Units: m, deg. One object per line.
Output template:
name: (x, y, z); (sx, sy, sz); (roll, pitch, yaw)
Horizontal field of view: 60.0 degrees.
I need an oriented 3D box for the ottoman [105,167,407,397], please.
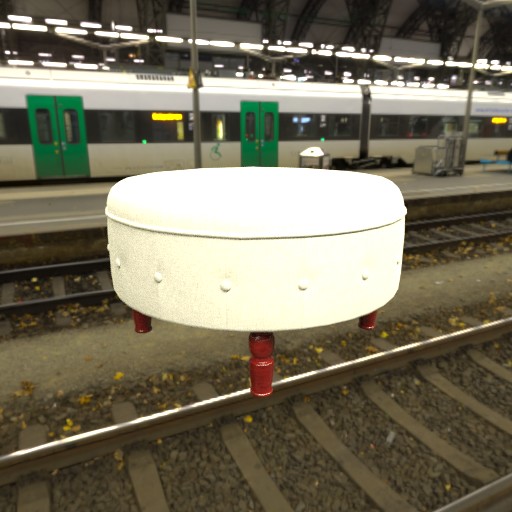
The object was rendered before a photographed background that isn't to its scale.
ottoman: (0.000, 0.000, 1.358); (0.850, 0.483, 0.850); (0, 16, 0)
